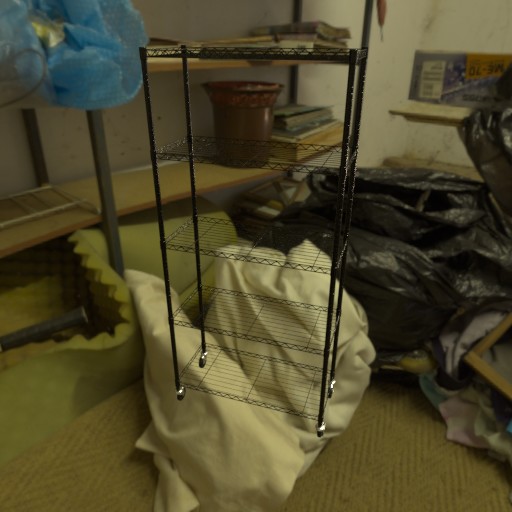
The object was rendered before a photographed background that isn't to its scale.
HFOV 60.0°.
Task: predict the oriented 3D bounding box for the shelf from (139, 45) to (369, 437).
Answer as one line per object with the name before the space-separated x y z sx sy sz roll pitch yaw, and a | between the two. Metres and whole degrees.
shelf | 0.000 0.000 1.926 0.762 1.645 0.356 9 28 17
